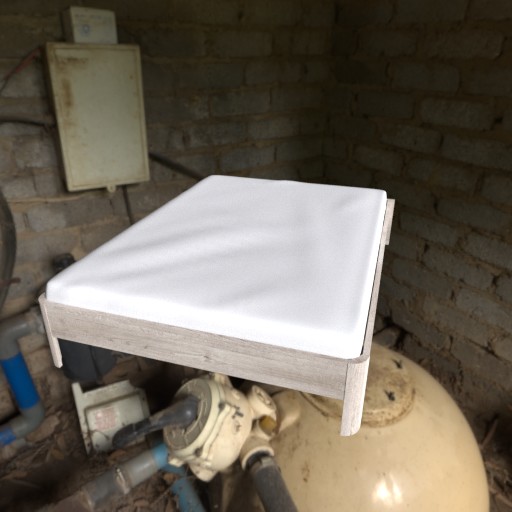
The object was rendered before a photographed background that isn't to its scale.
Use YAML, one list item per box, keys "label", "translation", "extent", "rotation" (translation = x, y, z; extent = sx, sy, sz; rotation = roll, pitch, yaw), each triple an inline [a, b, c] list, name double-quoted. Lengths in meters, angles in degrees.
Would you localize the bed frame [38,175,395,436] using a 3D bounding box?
- label: "bed frame"
  translation: [0.000, 0.000, 2.631]
  extent: [1.490, 0.462, 1.950]
  rotation: [8, 27, 16]
